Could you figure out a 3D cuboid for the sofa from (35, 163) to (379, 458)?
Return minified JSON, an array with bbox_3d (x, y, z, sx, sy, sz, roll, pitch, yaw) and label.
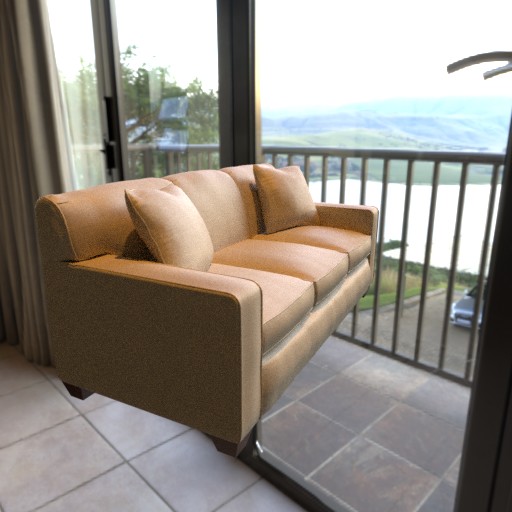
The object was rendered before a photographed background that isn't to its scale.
[{"bbox_3d":[0.000,0.000,2.525,0.997,0.958,2.024,8,17,26],"label":"sofa"}]
